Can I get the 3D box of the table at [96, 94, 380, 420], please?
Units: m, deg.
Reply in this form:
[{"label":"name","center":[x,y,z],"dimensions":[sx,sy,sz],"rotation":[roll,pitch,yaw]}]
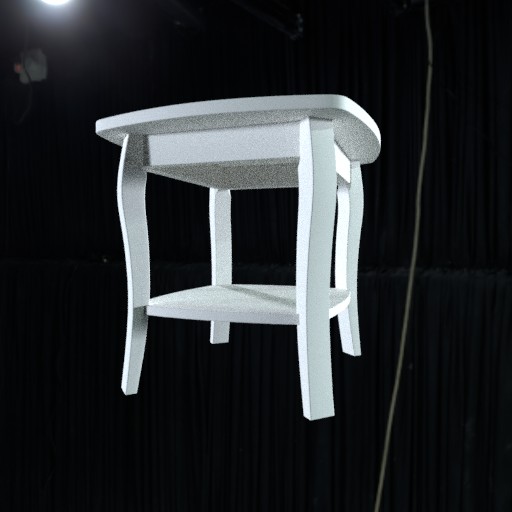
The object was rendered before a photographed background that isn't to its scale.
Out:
[{"label":"table","center":[0.000,0.000,0.848],"dimensions":[0.451,0.438,0.502],"rotation":[1,2,19]}]
